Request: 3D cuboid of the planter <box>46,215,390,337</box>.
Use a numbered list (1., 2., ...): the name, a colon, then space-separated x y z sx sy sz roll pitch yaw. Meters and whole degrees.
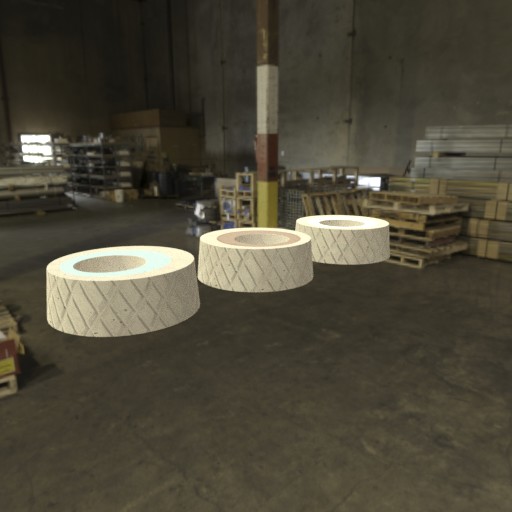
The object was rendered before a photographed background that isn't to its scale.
1. planter: 0.000 0.000 0.434 0.390 0.038 0.114 -12 18 -42
